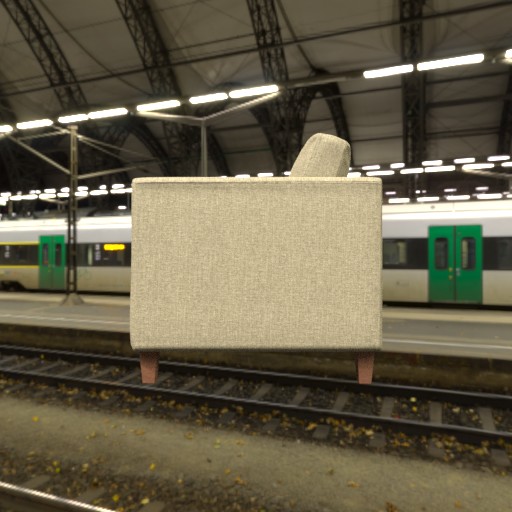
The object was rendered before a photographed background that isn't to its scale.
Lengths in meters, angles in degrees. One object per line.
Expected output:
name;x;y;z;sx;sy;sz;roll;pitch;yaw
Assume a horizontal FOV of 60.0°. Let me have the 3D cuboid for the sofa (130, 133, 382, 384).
sofa;0.000;0.000;2.691;0.956;0.960;2.208;0;0;0
